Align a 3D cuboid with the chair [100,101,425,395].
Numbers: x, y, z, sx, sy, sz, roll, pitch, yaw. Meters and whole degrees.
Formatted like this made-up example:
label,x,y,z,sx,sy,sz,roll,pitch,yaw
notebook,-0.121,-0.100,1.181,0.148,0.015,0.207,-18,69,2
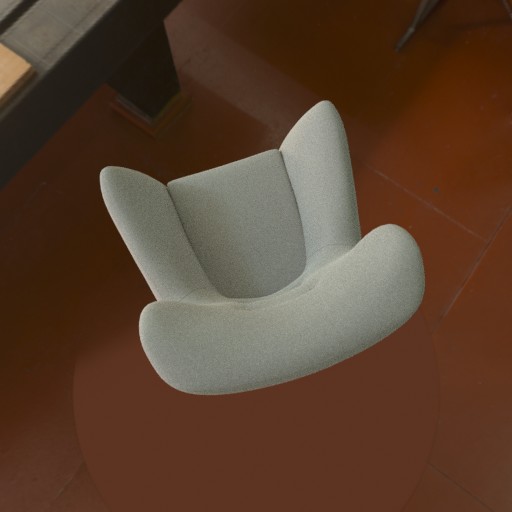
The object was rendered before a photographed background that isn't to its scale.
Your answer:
label,x,y,z,sx,sy,sz,roll,pitch,yaw
chair,0.000,0.000,1.634,0.890,0.889,0.889,-18,76,-5
